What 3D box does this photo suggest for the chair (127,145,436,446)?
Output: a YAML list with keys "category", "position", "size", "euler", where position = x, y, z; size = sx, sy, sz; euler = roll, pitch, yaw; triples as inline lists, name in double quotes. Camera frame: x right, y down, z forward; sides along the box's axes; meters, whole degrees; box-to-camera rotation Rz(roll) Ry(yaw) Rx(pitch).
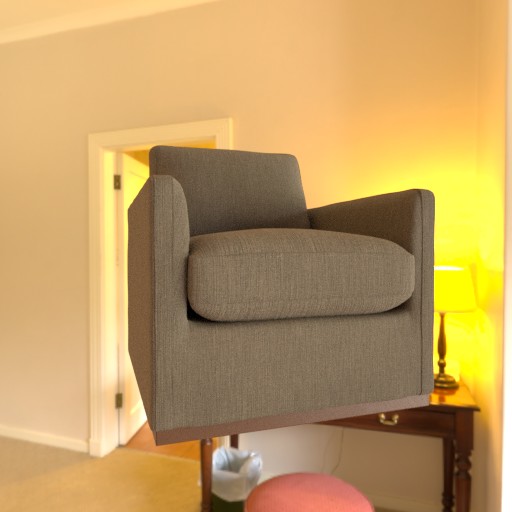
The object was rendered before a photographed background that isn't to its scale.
- category: "chair"
  position: [0.000, 0.000, 1.436]
  size: [0.763, 0.811, 0.834]
  euler: [0, 1, -20]
